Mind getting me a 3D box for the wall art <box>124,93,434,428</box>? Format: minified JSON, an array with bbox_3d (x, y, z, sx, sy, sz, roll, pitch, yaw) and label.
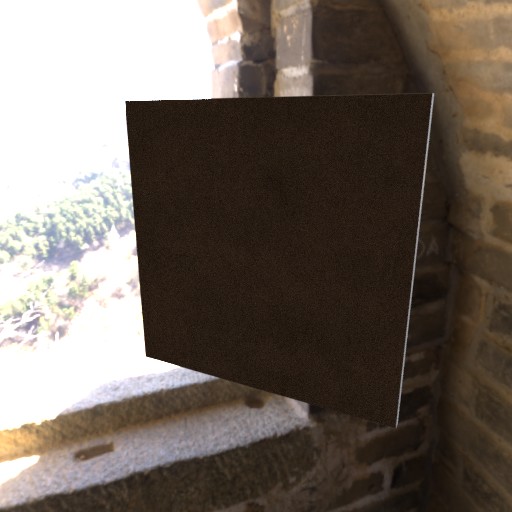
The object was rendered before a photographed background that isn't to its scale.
[{"bbox_3d":[0.000,0.000,0.980,0.664,0.661,0.020,8,19,25],"label":"wall art"}]
